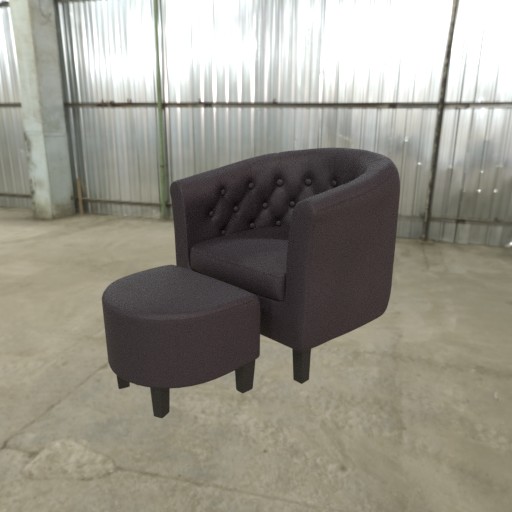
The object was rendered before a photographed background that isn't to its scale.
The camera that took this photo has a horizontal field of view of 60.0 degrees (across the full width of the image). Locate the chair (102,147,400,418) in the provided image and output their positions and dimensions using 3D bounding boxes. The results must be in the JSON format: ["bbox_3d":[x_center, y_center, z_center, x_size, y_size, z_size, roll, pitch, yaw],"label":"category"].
[{"bbox_3d":[0.000,0.000,1.675,1.191,0.760,0.763,-16,23,-43],"label":"chair"}]
